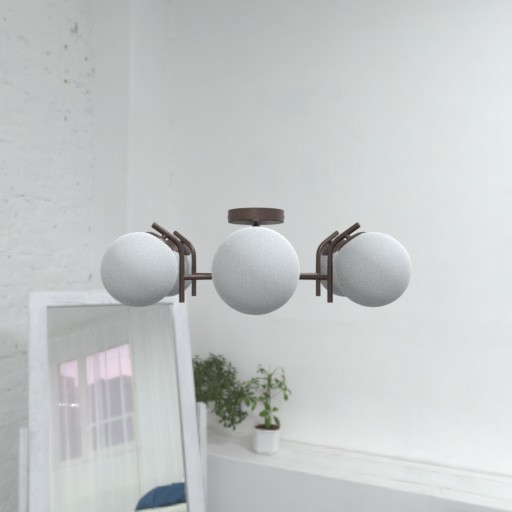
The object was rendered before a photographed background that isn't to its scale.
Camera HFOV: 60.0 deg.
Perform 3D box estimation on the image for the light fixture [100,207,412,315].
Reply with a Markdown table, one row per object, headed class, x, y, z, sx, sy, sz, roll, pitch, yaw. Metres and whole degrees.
| class | x | y | z | sx | sy | sz | roll | pitch | yaw |
| --- | --- | --- | --- | --- | --- | --- | --- | --- | --- |
| light fixture | 0.000 | 0.000 | 0.986 | 0.662 | 0.201 | 0.662 | 0 | -1 | 0 |
